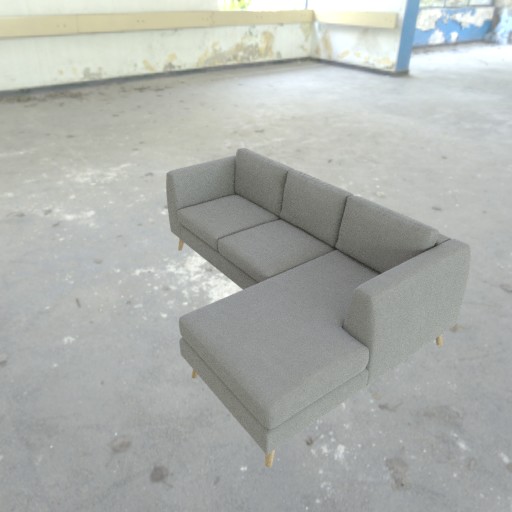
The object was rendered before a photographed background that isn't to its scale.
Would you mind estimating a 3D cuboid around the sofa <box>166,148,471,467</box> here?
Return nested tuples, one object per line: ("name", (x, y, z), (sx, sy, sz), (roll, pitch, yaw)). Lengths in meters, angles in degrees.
("sofa", (0.000, 0.000, 3.121), (1.580, 0.860, 2.300), (-21, 37, -31))
